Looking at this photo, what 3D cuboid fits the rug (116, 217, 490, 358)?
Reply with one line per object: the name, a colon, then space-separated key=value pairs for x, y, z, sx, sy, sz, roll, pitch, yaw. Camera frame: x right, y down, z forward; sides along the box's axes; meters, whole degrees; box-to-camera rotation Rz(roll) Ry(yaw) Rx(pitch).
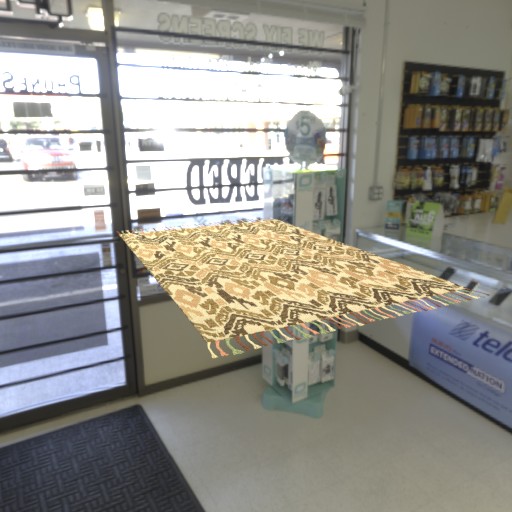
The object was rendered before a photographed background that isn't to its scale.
rug: x=0.000 y=0.000 z=3.012 sx=1.524 sy=0.008 sz=2.438 roll=-7 pitch=17 yaw=-25
